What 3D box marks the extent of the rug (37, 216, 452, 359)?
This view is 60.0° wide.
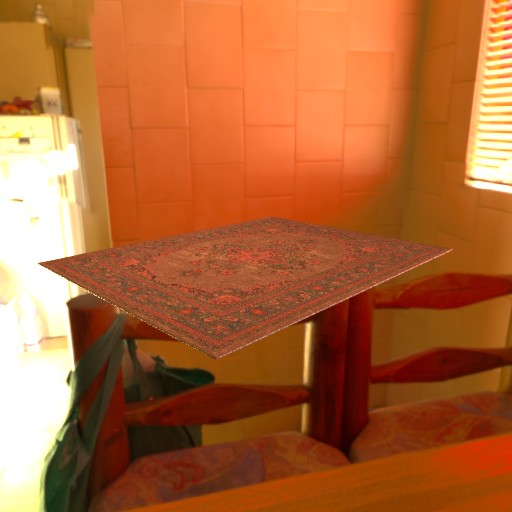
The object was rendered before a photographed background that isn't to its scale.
[{"bbox_3d":[0.000,0.000,4.137,2.434,0.013,3.057,15,22,42],"label":"rug"}]
